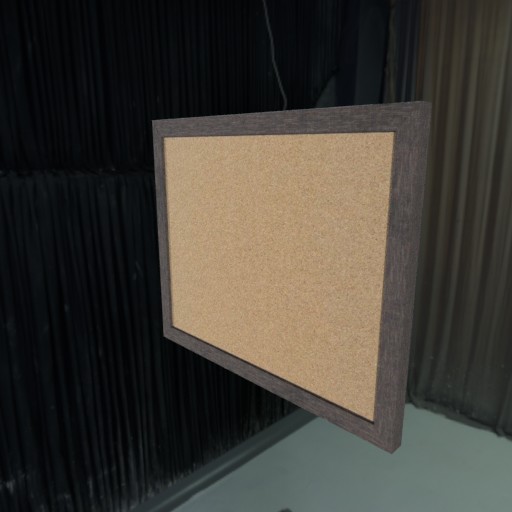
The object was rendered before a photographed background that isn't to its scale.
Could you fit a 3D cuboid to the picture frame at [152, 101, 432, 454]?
[{"bbox_3d":[0.000,0.000,0.743,0.546,0.455,0.026,13,19,43],"label":"picture frame"}]
